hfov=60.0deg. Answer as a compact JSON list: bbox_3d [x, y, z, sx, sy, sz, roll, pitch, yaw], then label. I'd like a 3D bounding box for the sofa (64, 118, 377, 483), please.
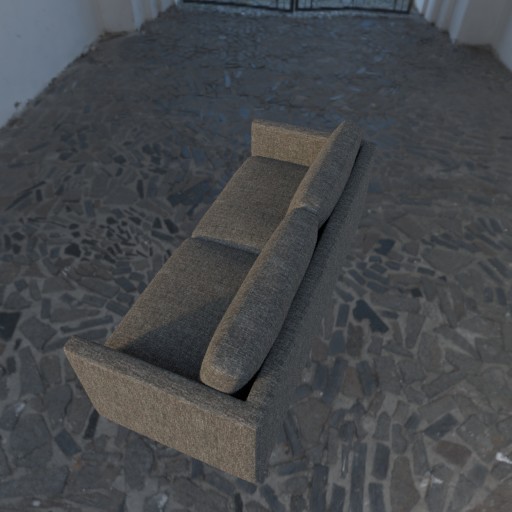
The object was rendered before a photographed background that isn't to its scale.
[{"bbox_3d":[0.000,0.000,2.679,0.948,0.960,2.208,16,48,16],"label":"sofa"}]
